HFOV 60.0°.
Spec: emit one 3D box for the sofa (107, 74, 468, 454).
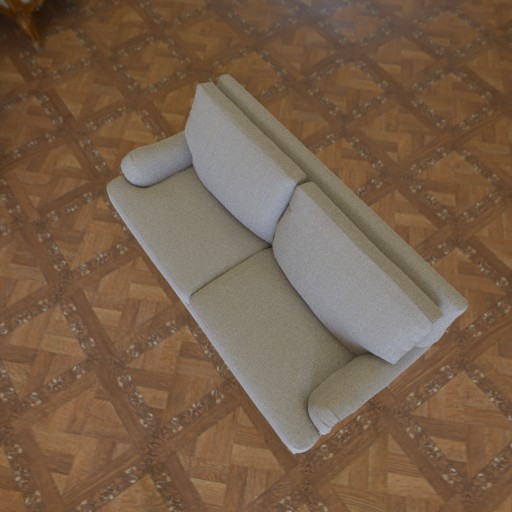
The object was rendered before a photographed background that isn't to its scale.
[{"bbox_3d":[0.000,0.000,2.822,1.087,1.054,2.160,-33,66,-17],"label":"sofa"}]
